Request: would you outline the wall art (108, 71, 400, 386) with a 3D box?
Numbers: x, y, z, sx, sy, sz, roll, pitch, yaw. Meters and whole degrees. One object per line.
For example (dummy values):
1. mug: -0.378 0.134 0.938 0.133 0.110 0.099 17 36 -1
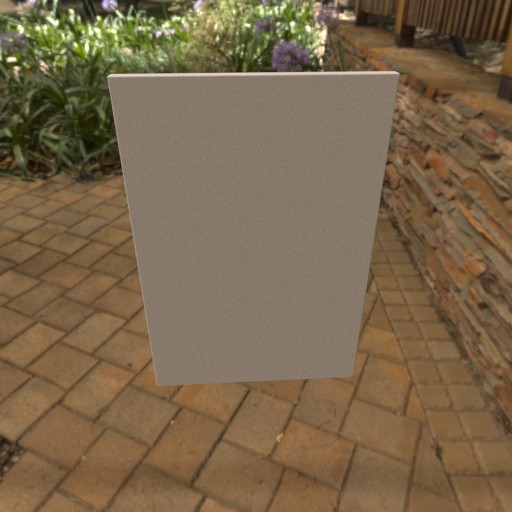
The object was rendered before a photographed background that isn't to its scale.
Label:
1. wall art: 0.000 0.000 1.057 0.556 0.813 0.026 -2 31 -3
